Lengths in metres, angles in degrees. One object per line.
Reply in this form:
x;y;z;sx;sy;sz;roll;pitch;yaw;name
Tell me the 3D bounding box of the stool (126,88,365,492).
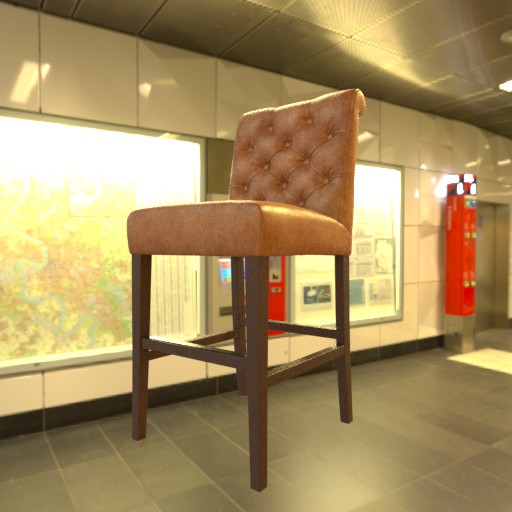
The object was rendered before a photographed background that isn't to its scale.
0.000;0.000;1.340;0.493;1.047;0.601;1;2;37;stool
